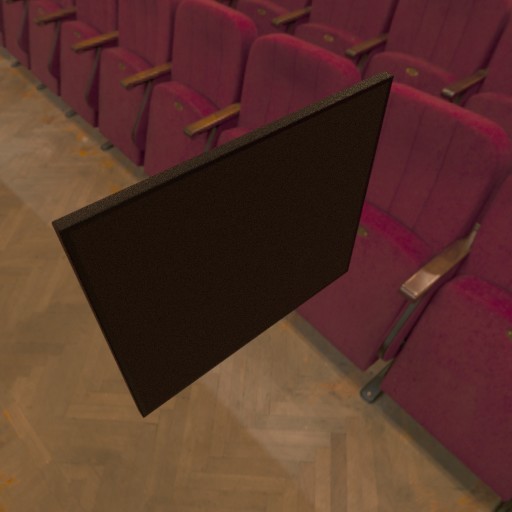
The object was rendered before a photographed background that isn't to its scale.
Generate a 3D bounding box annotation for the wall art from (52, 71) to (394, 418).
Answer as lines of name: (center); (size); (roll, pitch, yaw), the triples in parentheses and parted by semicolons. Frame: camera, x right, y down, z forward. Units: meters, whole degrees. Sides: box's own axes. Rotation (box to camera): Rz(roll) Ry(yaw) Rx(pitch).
wall art: (0.000, 0.000, 0.718); (0.521, 0.450, 0.018); (-32, 55, -26)
